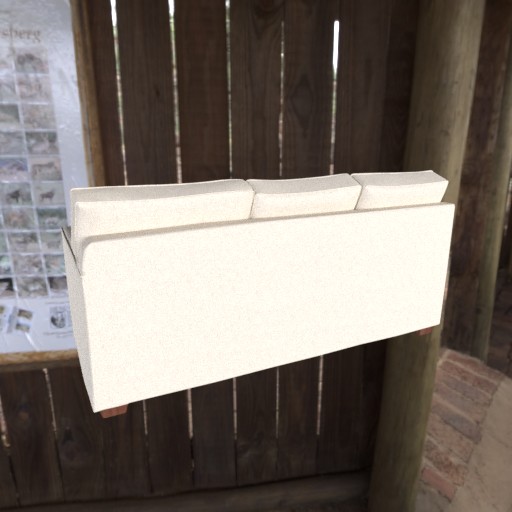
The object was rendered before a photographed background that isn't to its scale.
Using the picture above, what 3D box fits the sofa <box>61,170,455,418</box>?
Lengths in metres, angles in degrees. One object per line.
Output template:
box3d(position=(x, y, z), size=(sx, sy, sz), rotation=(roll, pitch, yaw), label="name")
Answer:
box3d(position=(0.000, 0.000, 2.516), size=(1.963, 0.946, 1.034), rotation=(-7, 17, -26), label="sofa")
